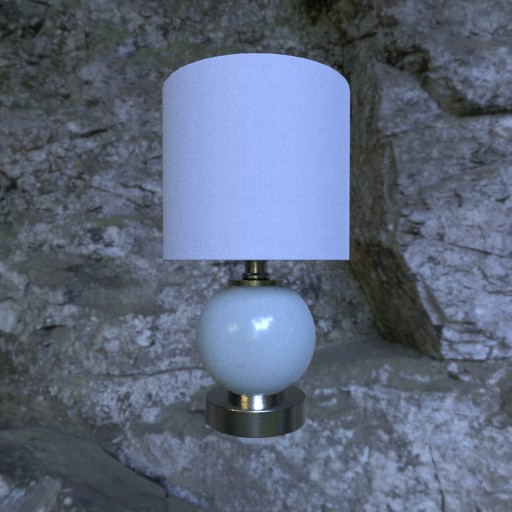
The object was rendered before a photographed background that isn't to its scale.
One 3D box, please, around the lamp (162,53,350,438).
[{"bbox_3d":[0.000,0.000,0.484,0.201,0.353,0.201,0,-1,19],"label":"lamp"}]
